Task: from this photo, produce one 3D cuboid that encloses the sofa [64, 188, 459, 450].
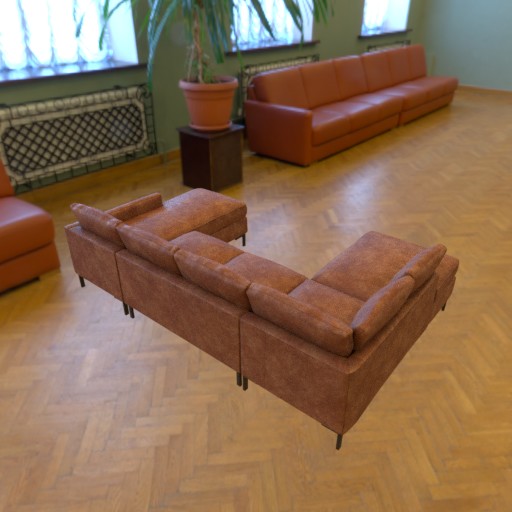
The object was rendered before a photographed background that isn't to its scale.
[{"bbox_3d":[0.000,0.000,3.964,2.956,0.900,1.939,22,37,33],"label":"sofa"}]
